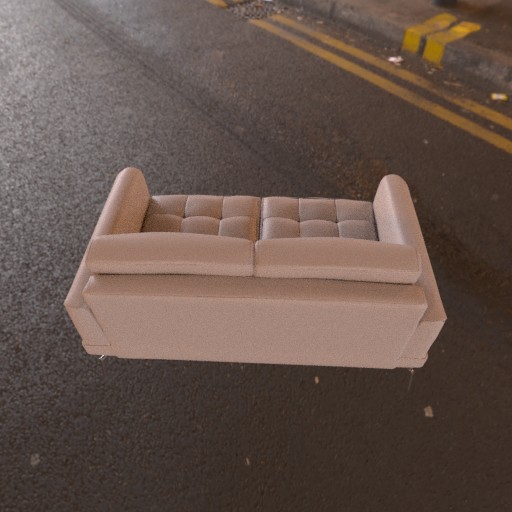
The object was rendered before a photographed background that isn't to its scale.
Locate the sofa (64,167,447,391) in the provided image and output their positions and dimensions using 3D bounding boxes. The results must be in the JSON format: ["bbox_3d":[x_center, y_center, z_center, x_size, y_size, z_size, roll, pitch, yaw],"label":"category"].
[{"bbox_3d":[0.000,0.000,2.500,1.819,0.930,1.121,2,48,2],"label":"sofa"}]
